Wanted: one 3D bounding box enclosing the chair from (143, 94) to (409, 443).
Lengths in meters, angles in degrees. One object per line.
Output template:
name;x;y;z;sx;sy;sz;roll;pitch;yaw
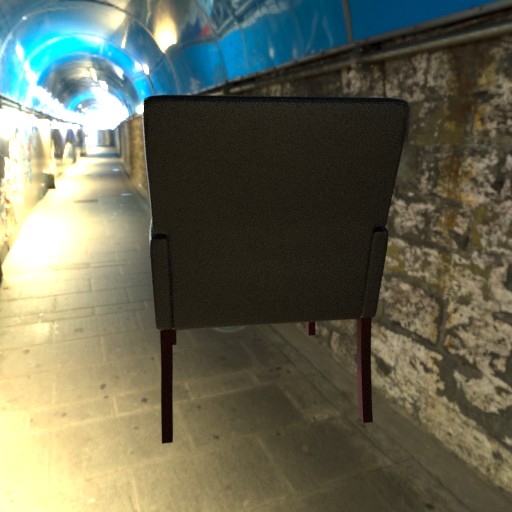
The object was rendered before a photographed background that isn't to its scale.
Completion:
chair;0.000;0.000;1.485;0.683;0.951;0.772;-2;15;-9
